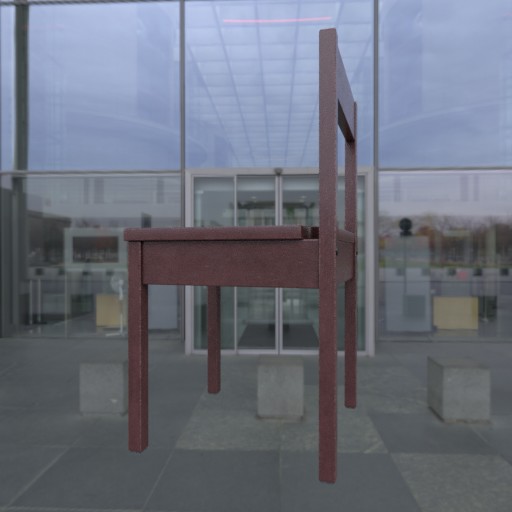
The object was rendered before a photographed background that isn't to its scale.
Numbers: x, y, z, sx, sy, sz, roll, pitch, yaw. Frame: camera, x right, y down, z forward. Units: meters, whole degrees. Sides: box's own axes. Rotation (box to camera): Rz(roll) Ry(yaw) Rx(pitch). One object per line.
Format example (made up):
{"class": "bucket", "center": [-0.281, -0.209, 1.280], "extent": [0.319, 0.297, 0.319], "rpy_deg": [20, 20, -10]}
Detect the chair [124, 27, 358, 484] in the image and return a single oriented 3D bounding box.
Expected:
{"class": "chair", "center": [0.000, 0.000, 0.868], "extent": [0.361, 0.668, 0.367], "rpy_deg": [0, 0, 18]}
